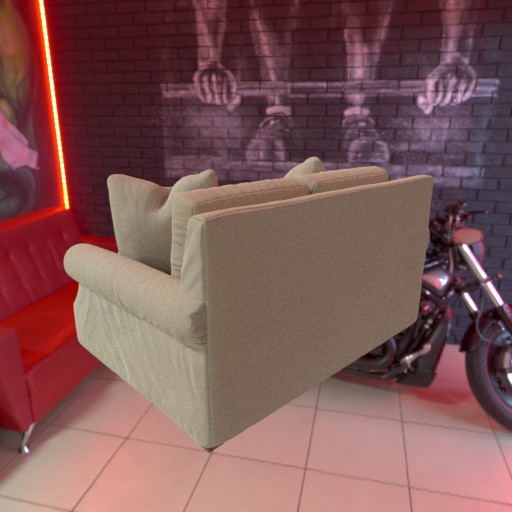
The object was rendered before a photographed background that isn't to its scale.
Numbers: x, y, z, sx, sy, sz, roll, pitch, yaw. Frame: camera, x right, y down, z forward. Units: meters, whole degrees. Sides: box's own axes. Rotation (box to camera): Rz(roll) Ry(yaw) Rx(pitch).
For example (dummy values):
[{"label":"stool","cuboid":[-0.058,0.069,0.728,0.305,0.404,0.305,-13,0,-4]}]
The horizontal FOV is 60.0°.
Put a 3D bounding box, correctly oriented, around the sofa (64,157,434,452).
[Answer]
[{"label":"sofa","cuboid":[0.000,0.000,2.152,1.550,0.905,1.070,-16,23,-42]}]
